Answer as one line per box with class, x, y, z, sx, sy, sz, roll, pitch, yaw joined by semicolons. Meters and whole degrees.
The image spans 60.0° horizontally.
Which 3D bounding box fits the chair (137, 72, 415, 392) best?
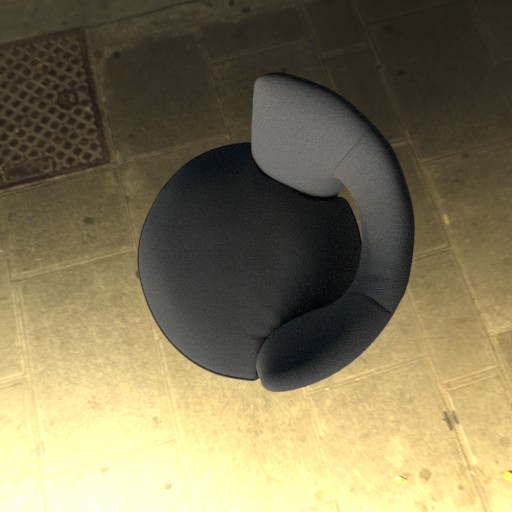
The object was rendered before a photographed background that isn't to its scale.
chair;0.000;0.000;1.251;0.660;0.719;0.689;-1;77;0
